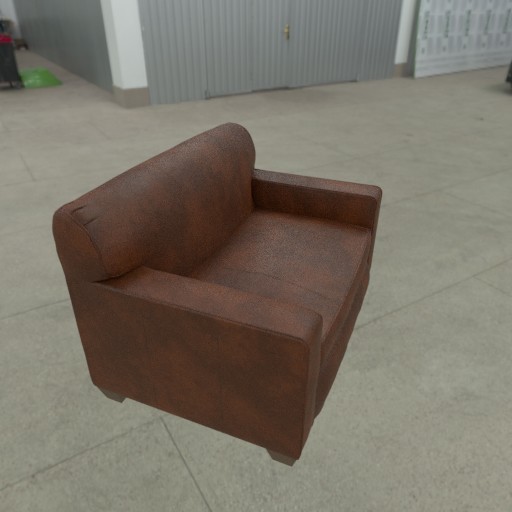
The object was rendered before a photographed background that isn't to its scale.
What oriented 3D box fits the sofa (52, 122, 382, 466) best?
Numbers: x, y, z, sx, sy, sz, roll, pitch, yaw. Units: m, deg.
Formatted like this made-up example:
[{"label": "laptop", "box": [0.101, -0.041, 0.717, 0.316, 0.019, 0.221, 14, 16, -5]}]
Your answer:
[{"label": "sofa", "box": [0.000, 0.000, 2.104, 1.000, 0.956, 1.413, 12, 32, 20]}]
